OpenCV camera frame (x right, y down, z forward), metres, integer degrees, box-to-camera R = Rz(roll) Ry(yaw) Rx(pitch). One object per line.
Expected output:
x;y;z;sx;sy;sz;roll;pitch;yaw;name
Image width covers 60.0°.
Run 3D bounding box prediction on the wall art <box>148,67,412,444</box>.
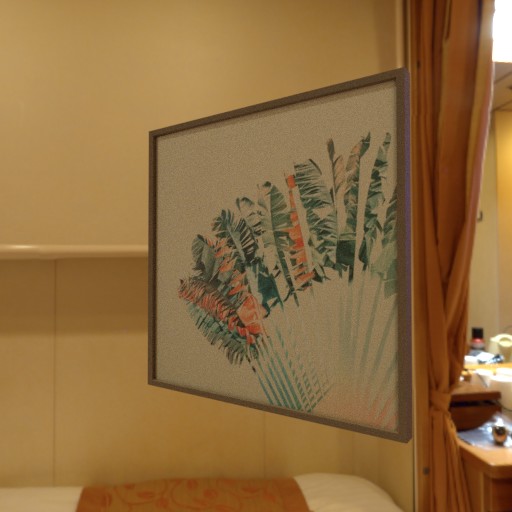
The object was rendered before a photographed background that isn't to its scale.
0.000;0.000;1.125;0.761;0.758;0.038;-1;-1;35;wall art
